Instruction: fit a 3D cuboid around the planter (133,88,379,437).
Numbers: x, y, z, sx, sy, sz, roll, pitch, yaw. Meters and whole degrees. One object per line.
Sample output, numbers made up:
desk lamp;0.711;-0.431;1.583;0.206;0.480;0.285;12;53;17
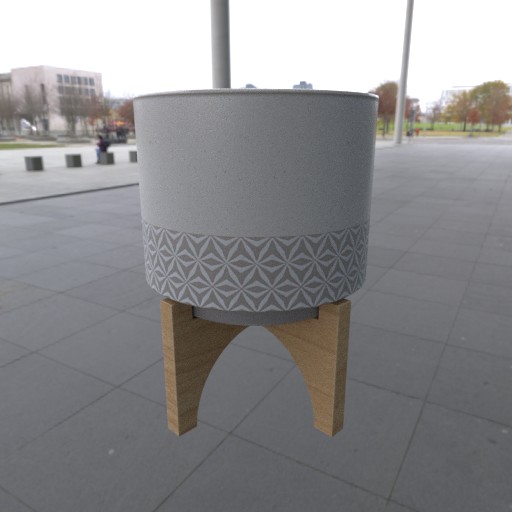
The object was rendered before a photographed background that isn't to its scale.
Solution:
planter;0.000;0.000;0.510;0.249;0.343;0.249;0;16;0
